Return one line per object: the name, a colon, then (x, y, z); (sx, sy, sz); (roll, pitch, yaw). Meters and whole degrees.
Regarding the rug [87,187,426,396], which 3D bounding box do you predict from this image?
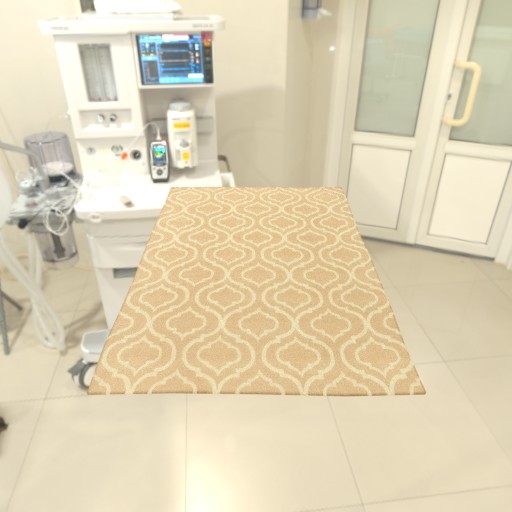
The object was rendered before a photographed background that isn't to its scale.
rug: (0.000, 0.000, 2.225); (1.152, 0.013, 1.761); (0, 32, 0)
